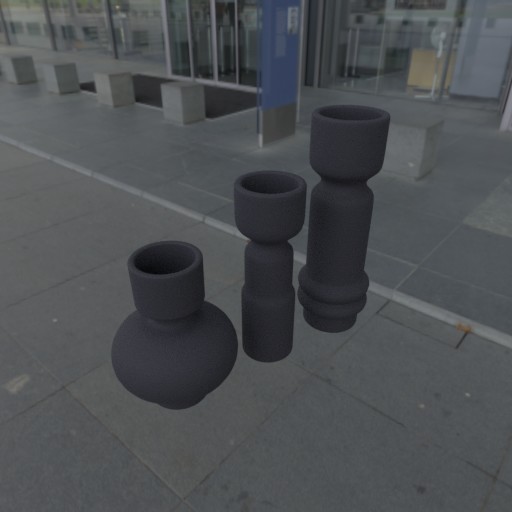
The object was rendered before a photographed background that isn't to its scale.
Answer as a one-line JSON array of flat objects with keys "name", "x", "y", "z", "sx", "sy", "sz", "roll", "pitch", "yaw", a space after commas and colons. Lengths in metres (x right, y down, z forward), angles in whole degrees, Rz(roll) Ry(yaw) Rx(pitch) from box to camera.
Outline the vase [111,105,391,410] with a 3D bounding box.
[{"name": "vase", "x": 0.000, "y": 0.000, "z": 0.437, "sx": 0.307, "sy": 0.249, "sz": 0.120, "roll": -19, "pitch": 35, "yaw": -29}]
